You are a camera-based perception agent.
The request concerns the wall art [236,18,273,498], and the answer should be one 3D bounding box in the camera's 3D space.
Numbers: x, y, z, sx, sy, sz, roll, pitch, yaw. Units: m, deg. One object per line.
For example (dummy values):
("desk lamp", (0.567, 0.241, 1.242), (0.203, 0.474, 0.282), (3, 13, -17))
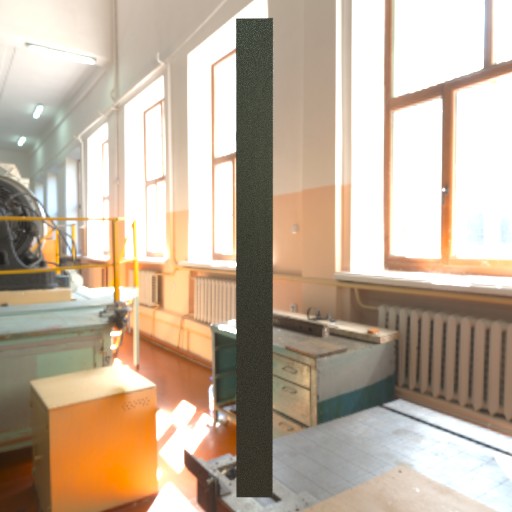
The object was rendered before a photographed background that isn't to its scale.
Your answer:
("wall art", (0.000, 0.000, 0.504), (0.030, 0.379, 0.308), (0, 2, 1))
